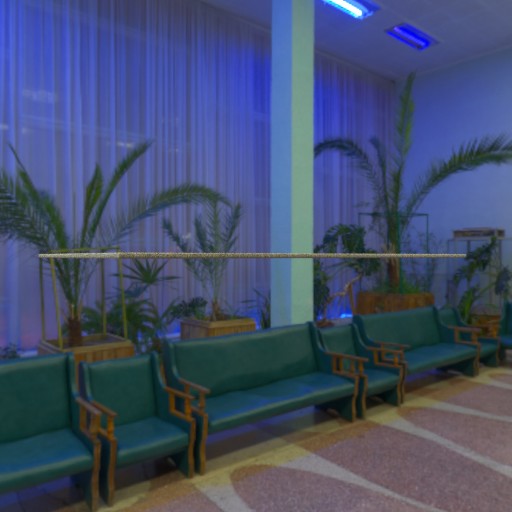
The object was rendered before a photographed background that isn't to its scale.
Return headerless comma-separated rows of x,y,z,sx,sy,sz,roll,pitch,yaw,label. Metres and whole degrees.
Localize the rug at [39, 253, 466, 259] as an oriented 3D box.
0.000,0.000,3.362,2.699,0.025,1.800,0,0,-36,rug
